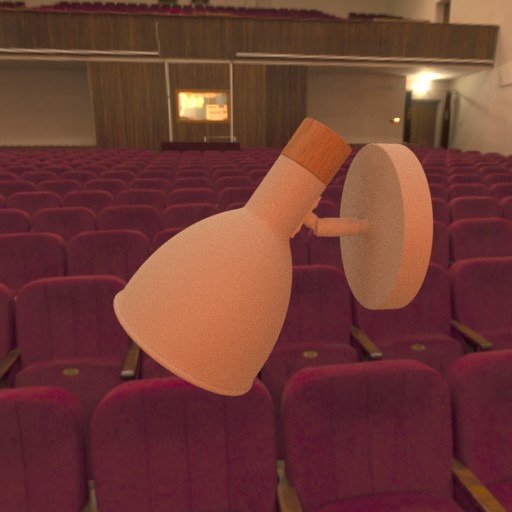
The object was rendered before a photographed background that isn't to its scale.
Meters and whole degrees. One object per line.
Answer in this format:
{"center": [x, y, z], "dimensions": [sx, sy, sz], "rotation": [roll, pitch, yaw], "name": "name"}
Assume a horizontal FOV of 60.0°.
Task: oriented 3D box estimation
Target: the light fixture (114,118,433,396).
{"center": [0.000, 0.000, 0.333], "dimensions": [0.209, 0.199, 0.127], "rotation": [-2, 13, -8], "name": "light fixture"}
